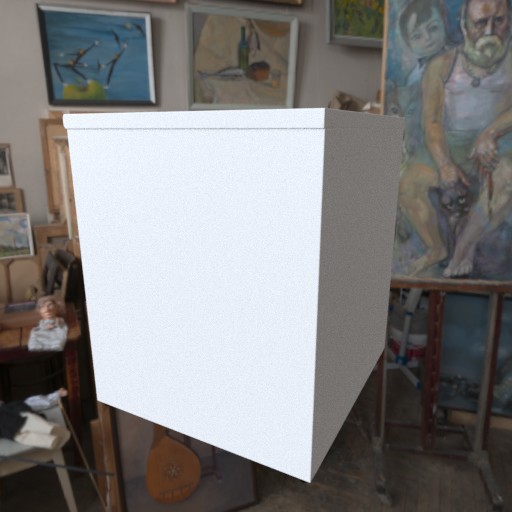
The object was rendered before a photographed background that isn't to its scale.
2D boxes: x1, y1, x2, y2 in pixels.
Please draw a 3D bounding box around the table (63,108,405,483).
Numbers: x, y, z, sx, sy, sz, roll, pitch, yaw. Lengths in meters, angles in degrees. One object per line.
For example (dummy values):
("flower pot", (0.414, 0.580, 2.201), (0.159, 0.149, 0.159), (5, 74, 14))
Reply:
("table", (0.000, 0.000, 0.764), (0.380, 0.460, 0.420), (8, 18, 27))
